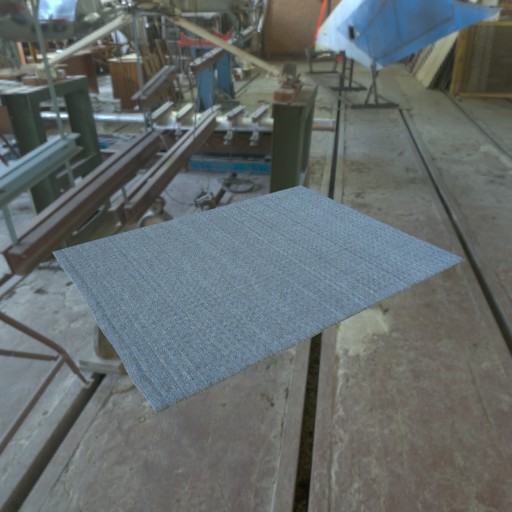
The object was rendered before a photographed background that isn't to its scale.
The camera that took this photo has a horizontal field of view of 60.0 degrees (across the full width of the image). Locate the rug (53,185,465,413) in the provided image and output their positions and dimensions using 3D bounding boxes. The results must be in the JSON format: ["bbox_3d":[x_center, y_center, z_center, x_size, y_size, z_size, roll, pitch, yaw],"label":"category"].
[{"bbox_3d":[0.000,0.000,4.310,3.200,0.007,2.443,-19,35,-30],"label":"rug"}]
